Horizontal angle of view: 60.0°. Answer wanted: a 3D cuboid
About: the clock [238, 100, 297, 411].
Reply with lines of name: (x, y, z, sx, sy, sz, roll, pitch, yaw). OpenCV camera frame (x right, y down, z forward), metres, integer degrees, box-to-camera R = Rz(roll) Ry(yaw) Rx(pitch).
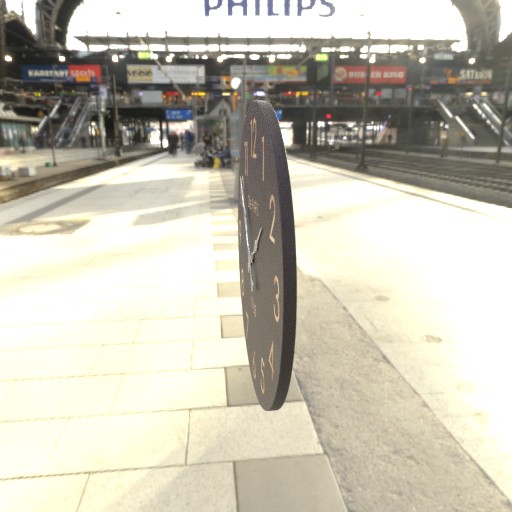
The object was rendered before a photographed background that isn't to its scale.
clock: (0.000, 0.000, 0.899, 0.029, 0.595, 0.595, -2, 15, -8)
